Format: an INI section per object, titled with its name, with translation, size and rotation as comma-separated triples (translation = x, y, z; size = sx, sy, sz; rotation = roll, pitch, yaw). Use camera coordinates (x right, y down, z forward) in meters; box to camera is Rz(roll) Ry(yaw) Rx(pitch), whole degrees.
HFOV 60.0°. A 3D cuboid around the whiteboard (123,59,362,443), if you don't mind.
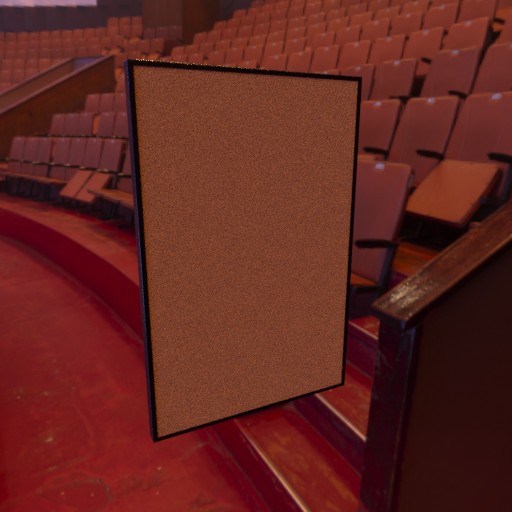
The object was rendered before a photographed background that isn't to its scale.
[whiteboard]
translation = 0.000, 0.000, 0.780
size = 0.406, 0.611, 0.026
rotation = -7, 17, -26
